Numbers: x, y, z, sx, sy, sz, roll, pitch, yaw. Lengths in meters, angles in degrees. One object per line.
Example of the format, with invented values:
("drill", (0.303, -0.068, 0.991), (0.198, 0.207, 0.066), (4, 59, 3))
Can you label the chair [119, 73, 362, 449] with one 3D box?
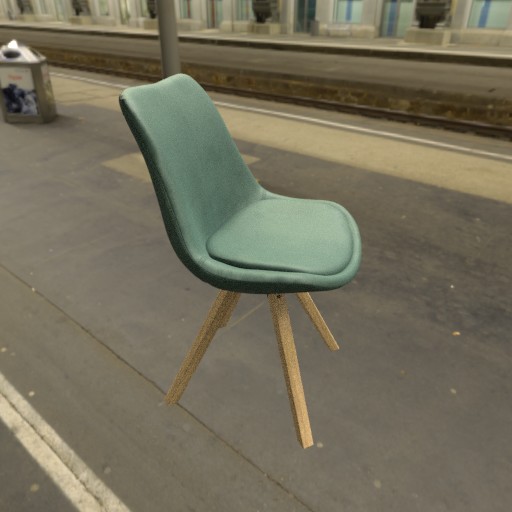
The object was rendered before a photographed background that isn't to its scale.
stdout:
("chair", (0.000, 0.000, 1.194), (0.547, 0.865, 0.483), (10, 31, 16))
